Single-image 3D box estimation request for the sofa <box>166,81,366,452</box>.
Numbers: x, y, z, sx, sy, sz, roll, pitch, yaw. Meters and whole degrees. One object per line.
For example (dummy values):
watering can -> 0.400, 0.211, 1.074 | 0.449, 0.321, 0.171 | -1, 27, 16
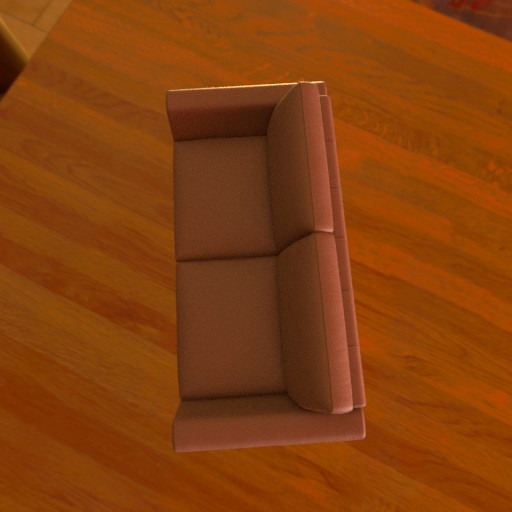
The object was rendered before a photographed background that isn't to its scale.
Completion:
sofa -> 0.000, 0.000, 2.555 | 0.953, 0.875, 2.017 | -4, 76, -1
